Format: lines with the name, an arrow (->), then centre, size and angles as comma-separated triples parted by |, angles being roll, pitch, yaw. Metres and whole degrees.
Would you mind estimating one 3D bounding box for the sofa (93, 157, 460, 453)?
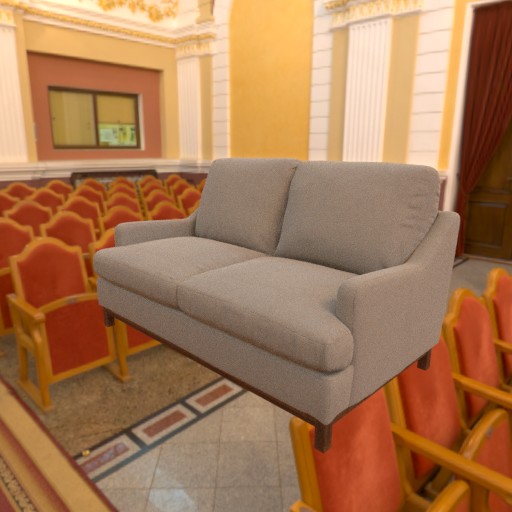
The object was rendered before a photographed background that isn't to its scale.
sofa -> 0.000, 0.000, 2.183 | 1.589, 0.921, 0.987 | 14, 20, 43
